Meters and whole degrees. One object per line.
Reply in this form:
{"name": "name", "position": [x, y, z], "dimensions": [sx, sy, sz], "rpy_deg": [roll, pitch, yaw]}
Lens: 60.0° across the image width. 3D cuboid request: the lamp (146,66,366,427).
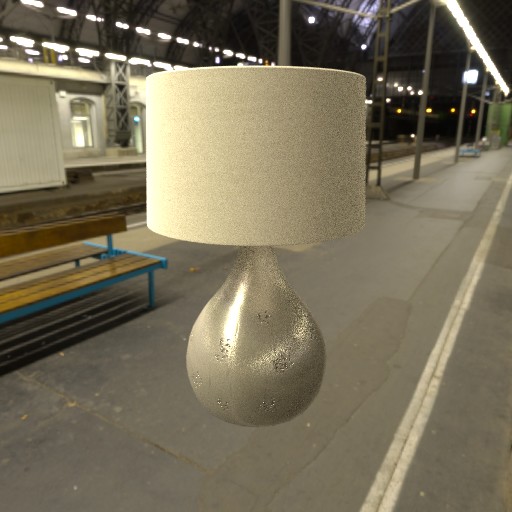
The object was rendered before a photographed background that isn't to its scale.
{"name": "lamp", "position": [0.000, 0.000, 0.705], "dimensions": [0.330, 0.521, 0.330], "rpy_deg": [0, 16, 0]}
